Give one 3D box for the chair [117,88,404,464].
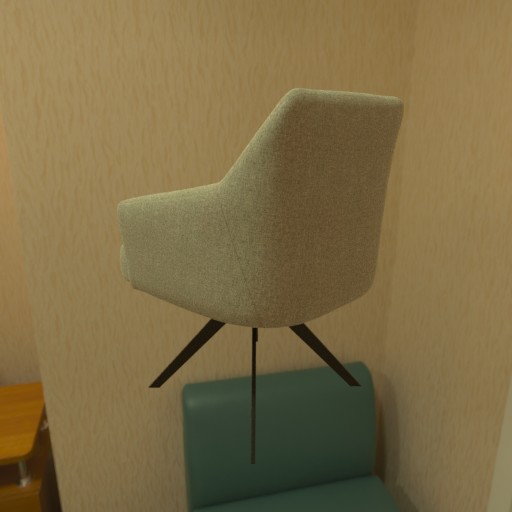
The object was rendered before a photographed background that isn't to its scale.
[{"bbox_3d":[0.000,0.000,1.301,0.642,0.874,0.677,-16,22,-43],"label":"chair"}]
